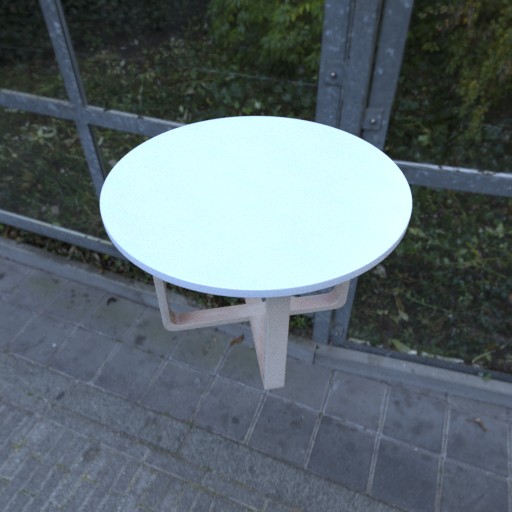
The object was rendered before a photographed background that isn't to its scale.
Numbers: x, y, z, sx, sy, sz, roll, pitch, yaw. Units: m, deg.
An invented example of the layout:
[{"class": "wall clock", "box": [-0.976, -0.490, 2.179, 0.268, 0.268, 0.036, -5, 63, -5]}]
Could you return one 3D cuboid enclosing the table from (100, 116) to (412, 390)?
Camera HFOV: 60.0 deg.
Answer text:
[{"class": "table", "box": [0.000, 0.000, 1.012, 0.600, 0.400, 0.600, 0, 42, 0]}]
